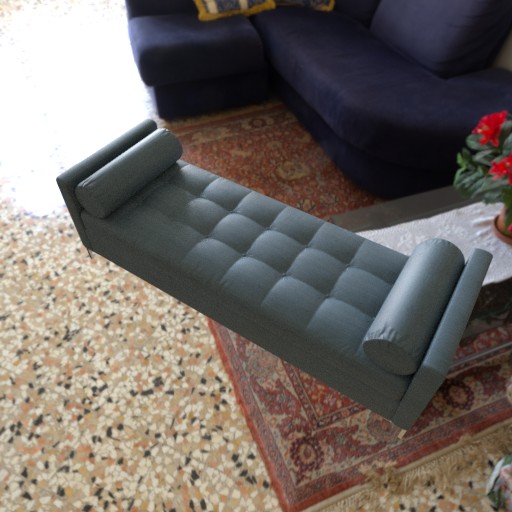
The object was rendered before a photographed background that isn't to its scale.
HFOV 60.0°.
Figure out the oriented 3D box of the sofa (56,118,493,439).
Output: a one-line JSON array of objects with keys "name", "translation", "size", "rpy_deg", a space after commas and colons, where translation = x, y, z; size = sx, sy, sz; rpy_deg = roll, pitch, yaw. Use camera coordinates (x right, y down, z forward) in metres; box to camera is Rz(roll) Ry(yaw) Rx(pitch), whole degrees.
[{"name": "sofa", "translation": [0.000, 0.000, 2.275], "size": [1.981, 0.635, 0.686], "rpy_deg": [26, 53, 21]}]
